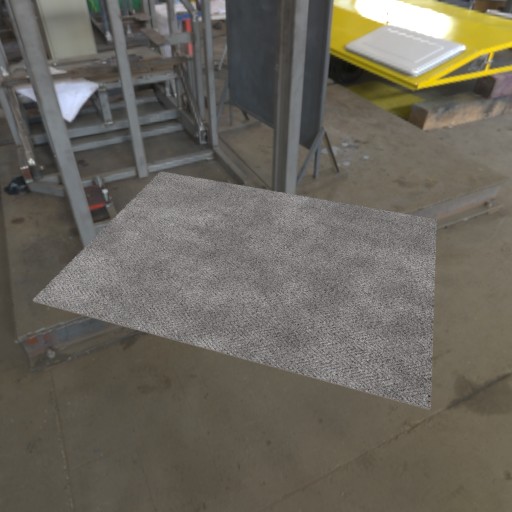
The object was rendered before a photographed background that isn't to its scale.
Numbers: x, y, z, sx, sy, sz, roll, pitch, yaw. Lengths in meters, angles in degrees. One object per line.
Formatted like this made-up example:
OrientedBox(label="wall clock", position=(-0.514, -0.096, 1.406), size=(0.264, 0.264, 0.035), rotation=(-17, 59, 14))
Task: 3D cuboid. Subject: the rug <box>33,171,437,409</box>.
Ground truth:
OrientedBox(label="rug", position=(0.000, 0.000, 2.908), size=(2.235, 0.008, 1.600), rotation=(12, 42, 14))
